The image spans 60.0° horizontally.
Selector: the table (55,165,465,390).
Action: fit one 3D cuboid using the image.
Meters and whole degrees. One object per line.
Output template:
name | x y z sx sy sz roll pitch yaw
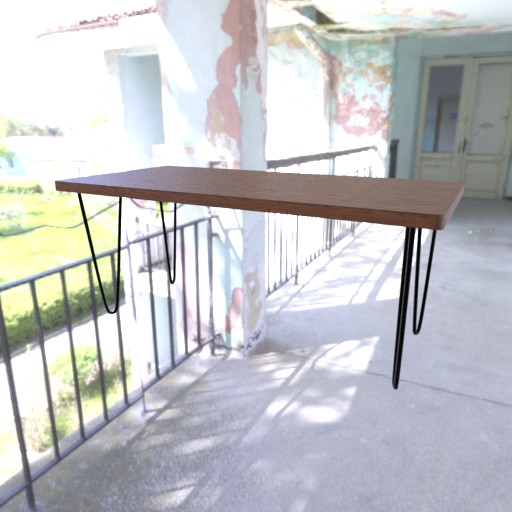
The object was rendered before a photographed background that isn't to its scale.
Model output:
table | 0.000 0.000 2.251 1.791 0.753 0.883 9 19 27
